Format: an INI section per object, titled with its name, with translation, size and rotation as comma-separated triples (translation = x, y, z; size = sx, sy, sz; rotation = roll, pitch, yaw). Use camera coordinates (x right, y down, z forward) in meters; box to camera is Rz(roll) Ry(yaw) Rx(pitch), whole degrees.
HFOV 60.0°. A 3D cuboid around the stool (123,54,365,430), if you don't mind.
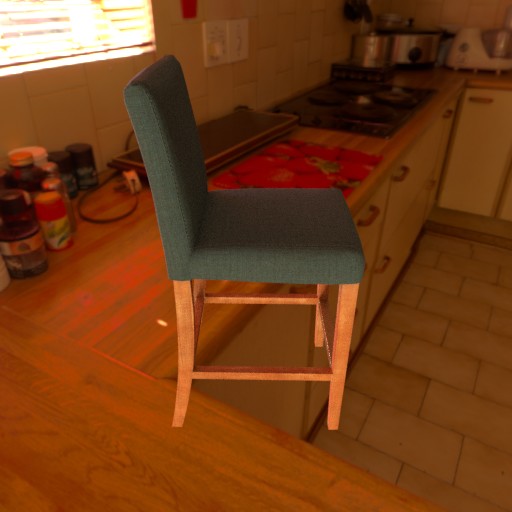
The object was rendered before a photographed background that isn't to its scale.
[stool]
translation = 0.000, 0.000, 1.363
size = 0.574, 1.088, 0.454
rotation = 0, 32, 0
